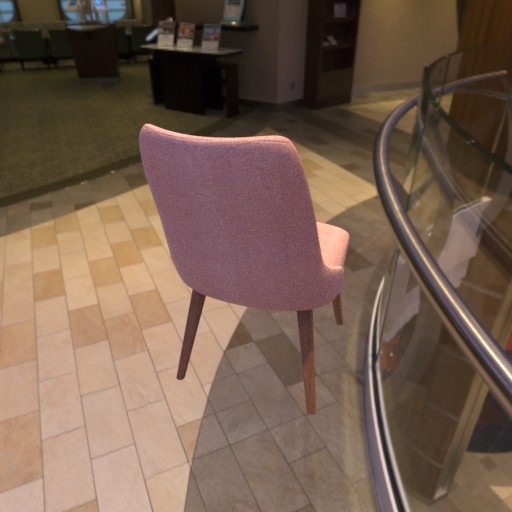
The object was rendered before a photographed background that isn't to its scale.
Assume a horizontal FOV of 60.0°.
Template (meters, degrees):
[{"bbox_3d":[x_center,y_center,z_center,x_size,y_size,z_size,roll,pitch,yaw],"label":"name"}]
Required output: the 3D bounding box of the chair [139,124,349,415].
[{"bbox_3d":[0.000,0.000,1.347,0.535,0.918,0.707,10,32,16],"label":"chair"}]
